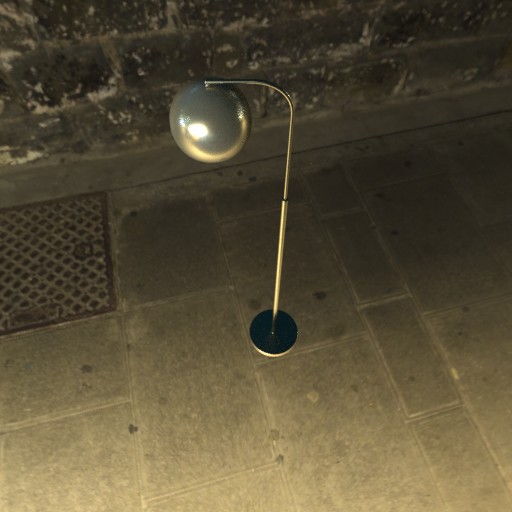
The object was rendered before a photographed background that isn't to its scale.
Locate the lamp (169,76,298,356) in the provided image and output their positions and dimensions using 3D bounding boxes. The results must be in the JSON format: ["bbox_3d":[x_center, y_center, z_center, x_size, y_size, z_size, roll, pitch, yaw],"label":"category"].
[{"bbox_3d":[0.000,0.000,1.659,0.431,1.526,0.250,0,58,0],"label":"lamp"}]
